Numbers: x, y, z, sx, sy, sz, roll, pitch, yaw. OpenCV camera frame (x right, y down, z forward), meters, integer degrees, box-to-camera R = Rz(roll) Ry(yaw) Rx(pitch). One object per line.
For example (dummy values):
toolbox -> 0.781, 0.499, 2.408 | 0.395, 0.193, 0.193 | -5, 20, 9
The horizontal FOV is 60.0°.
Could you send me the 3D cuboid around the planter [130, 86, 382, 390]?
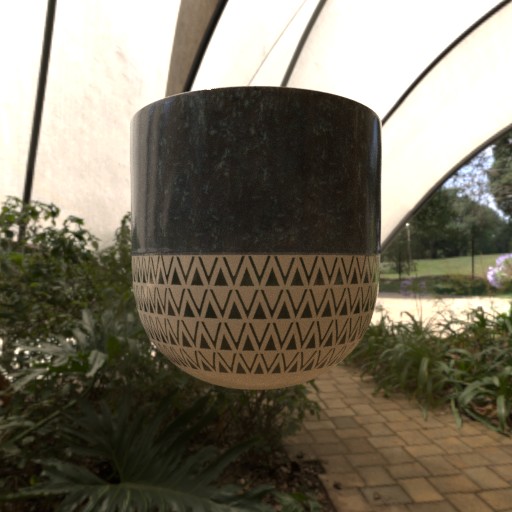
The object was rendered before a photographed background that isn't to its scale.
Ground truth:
planter -> 0.000, 0.000, 0.485 | 0.266, 0.270, 0.266 | 0, -1, 0
